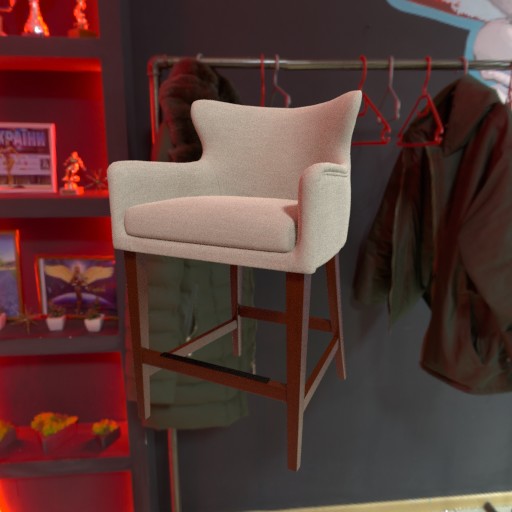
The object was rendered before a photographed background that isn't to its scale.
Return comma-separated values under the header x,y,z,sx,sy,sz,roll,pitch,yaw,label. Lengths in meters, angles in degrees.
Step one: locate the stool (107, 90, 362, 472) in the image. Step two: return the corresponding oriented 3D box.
x,y,z,sx,sy,sz,roll,pitch,yaw,label
0.000,0.000,1.404,0.615,0.987,0.637,7,15,26,stool
